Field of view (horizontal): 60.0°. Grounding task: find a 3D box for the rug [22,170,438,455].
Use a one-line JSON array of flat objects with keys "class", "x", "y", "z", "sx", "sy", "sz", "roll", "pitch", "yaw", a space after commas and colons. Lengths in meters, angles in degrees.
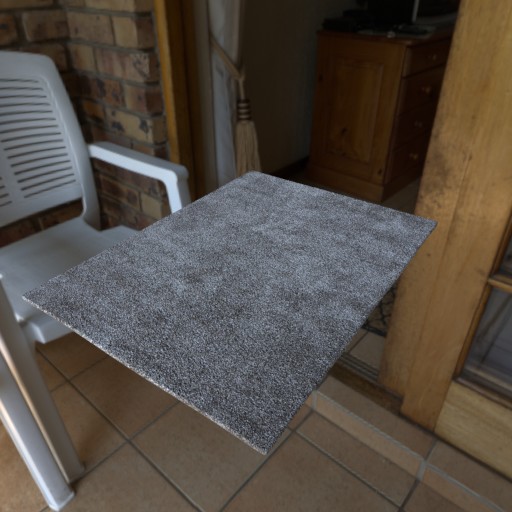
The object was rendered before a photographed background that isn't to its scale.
[{"class": "rug", "x": 0.000, "y": 0.000, "z": 2.058, "sx": 1.198, "sy": 0.025, "sz": 1.601, "roll": 21, "pitch": 39, "yaw": 29}]
